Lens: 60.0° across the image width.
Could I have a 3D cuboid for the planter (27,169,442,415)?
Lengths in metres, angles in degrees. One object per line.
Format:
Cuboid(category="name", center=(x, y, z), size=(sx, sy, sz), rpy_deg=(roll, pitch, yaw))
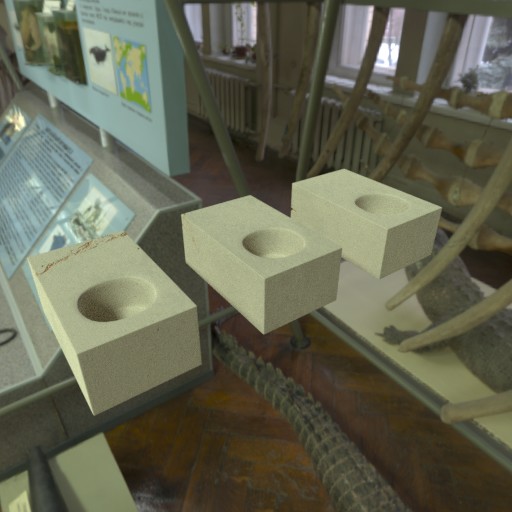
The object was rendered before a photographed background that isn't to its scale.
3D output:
Cuboid(category="planter", center=(0.000, 0.000, 0.385), size=(0.333, 0.051, 0.127), rpy_deg=(-20, 36, -30))
